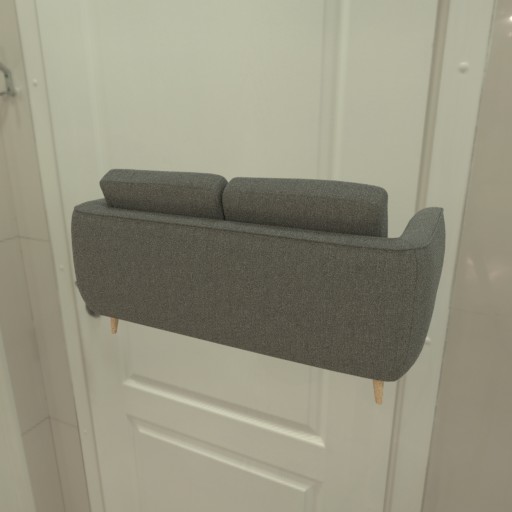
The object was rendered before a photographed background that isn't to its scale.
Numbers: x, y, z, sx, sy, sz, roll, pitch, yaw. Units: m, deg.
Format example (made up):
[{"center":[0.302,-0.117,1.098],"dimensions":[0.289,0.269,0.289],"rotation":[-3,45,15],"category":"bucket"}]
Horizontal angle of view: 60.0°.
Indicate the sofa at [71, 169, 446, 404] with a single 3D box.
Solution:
[{"center":[0.000,0.000,2.209],"dimensions":[1.700,0.870,0.920],"rotation":[8,19,24],"category":"sofa"}]
